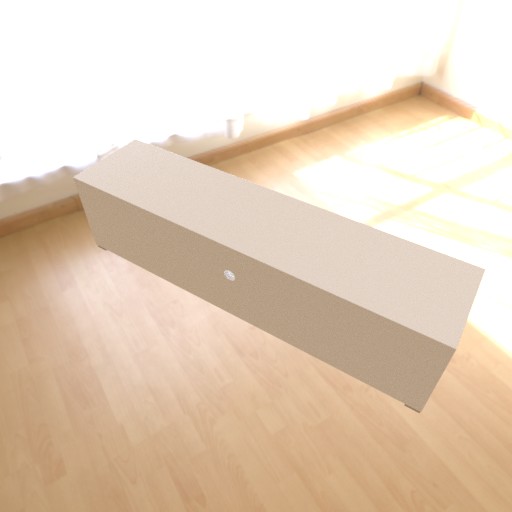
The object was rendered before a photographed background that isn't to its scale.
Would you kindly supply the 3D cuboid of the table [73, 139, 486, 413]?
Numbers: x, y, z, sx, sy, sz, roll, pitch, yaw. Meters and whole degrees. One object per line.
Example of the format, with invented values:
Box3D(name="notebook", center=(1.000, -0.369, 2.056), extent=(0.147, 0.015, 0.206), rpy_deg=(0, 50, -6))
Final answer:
Box3D(name="table", center=(0.000, 0.000, 1.889), extent=(1.650, 0.420, 0.390), rpy_deg=(24, 49, 22))
